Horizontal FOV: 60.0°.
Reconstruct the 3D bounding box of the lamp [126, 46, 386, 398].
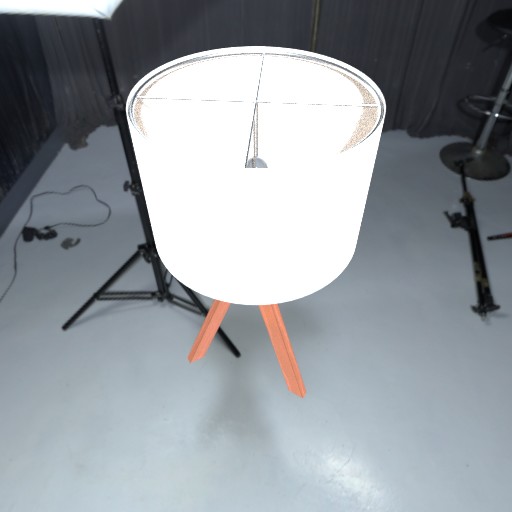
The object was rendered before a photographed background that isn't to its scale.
[{"bbox_3d":[0.000,0.000,0.907,0.380,0.686,0.380,3,46,3],"label":"lamp"}]
